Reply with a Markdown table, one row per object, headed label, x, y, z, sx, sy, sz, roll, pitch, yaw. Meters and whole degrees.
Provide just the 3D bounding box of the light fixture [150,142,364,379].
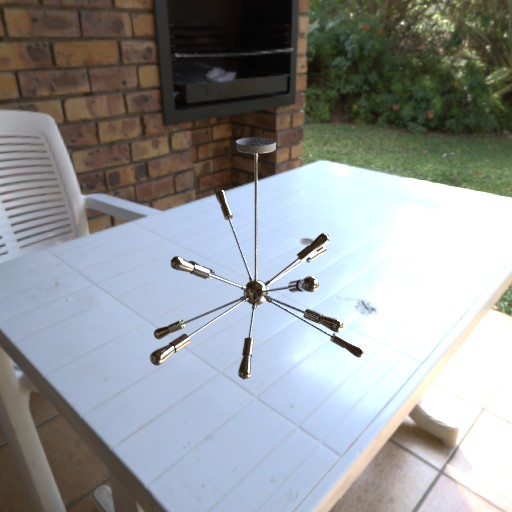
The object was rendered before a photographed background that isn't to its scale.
| label | x | y | z | sx | sy | sz | roll | pitch | yaw |
| --- | --- | --- | --- | --- | --- | --- | --- | --- | --- |
| light fixture | 0.000 | 0.000 | 1.091 | 0.509 | 0.558 | 0.684 | 19 | 32 | 34 |
